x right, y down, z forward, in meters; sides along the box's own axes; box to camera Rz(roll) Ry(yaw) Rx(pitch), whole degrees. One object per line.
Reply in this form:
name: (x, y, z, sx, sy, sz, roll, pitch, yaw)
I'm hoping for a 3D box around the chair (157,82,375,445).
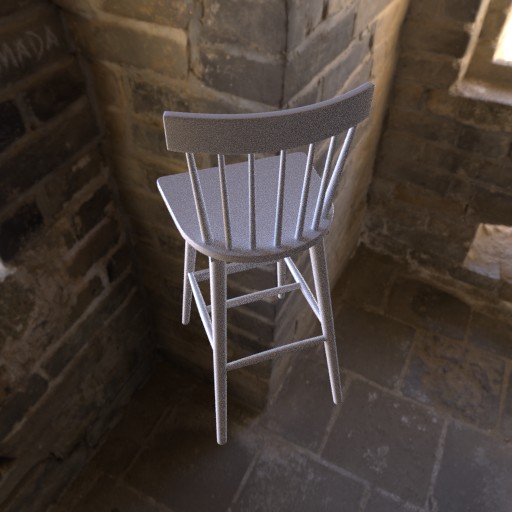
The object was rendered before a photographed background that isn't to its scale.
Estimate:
chair: (0.000, 0.000, 1.372, 0.483, 1.092, 0.572, -13, 44, -14)
